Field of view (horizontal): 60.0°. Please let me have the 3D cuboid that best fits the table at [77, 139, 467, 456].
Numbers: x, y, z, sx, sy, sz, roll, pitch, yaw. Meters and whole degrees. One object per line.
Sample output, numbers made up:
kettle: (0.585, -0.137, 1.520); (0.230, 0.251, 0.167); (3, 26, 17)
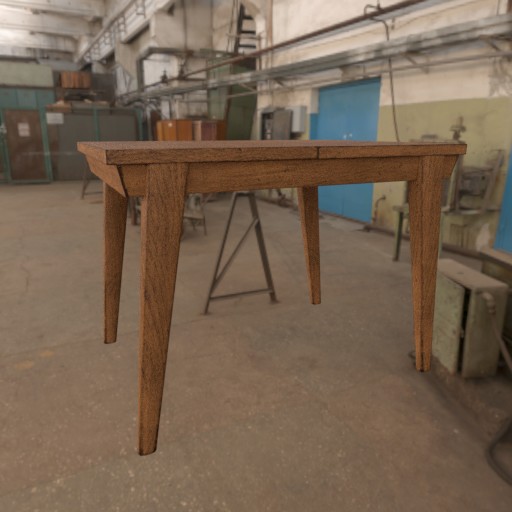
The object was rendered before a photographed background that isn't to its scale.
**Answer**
table: (0.000, 0.000, 1.534); (1.027, 0.760, 0.757); (-7, 17, -24)
